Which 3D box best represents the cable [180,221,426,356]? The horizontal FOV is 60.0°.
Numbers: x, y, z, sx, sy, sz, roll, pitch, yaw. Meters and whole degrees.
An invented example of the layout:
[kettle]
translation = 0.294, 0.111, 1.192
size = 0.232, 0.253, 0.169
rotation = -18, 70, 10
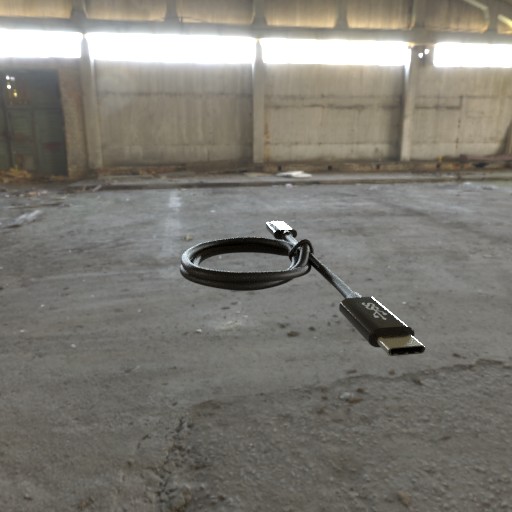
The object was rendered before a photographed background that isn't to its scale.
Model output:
[cable]
translation = 0.000, 0.000, 0.205
size = 0.070, 0.014, 0.186
rotation = -2, 15, -9
